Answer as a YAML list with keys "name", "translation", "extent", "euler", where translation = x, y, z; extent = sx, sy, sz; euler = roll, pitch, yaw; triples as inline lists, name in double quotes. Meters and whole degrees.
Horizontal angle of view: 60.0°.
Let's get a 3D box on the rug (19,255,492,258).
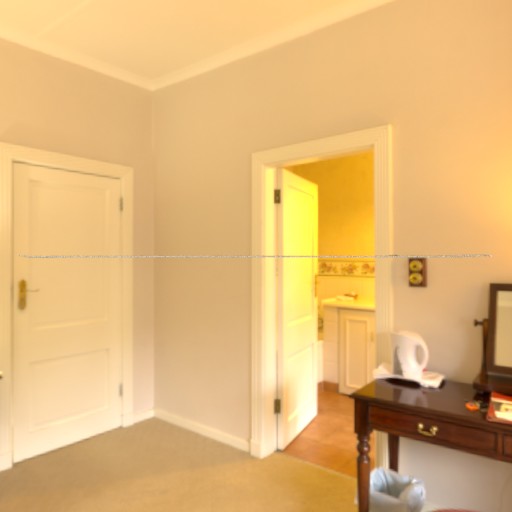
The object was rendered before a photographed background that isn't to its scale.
- name: "rug"
  translation: [0.000, 0.000, 2.302]
  extent: [1.828, 0.019, 1.209]
  euler: [0, 0, 1]
